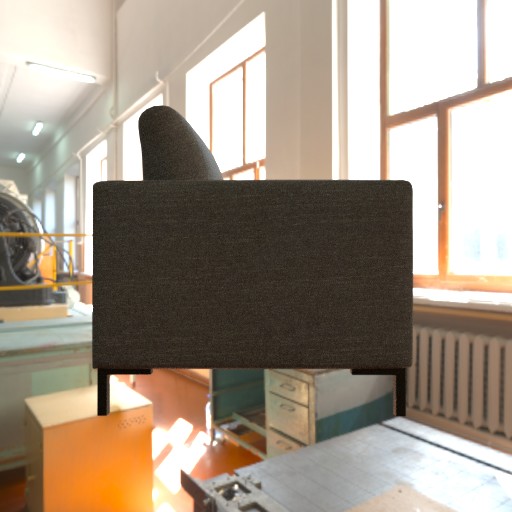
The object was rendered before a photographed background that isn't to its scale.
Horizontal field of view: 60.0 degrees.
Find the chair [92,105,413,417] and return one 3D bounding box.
[{"bbox_3d":[0.000,0.000,1.580,0.845,0.841,0.940,0,-1,0],"label":"chair"}]
